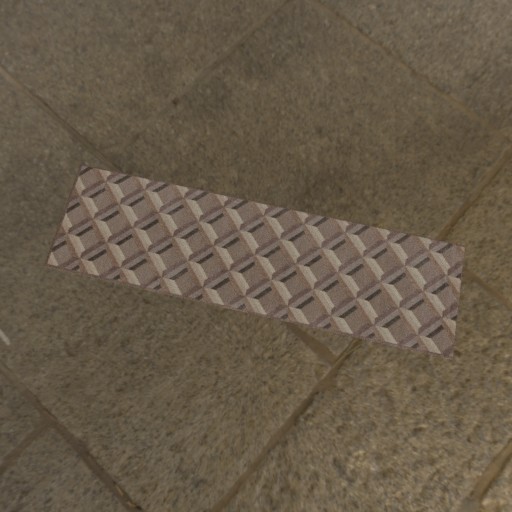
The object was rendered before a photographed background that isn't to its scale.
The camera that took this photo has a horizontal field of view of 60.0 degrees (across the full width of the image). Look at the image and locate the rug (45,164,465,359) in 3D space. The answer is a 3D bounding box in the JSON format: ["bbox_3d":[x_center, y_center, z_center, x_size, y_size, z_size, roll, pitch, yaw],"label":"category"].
[{"bbox_3d":[0.000,0.000,2.658,2.437,0.013,0.685,12,76,3],"label":"rug"}]
